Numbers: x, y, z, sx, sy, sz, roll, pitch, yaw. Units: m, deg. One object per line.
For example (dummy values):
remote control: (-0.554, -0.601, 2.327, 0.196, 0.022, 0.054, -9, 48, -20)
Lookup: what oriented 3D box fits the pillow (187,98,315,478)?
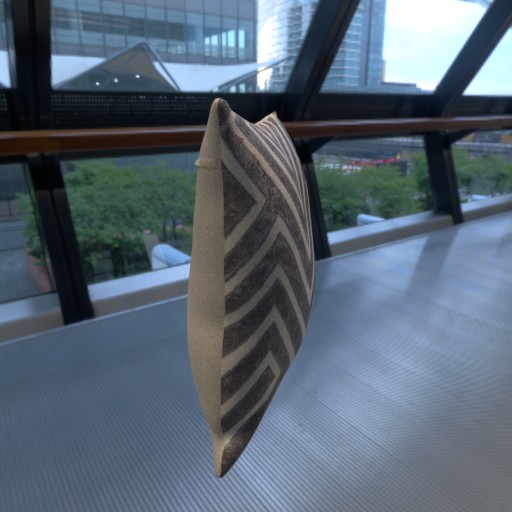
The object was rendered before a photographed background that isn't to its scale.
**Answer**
pillow: (0.000, 0.000, 0.680, 0.182, 0.441, 0.440, 3, 17, 9)
